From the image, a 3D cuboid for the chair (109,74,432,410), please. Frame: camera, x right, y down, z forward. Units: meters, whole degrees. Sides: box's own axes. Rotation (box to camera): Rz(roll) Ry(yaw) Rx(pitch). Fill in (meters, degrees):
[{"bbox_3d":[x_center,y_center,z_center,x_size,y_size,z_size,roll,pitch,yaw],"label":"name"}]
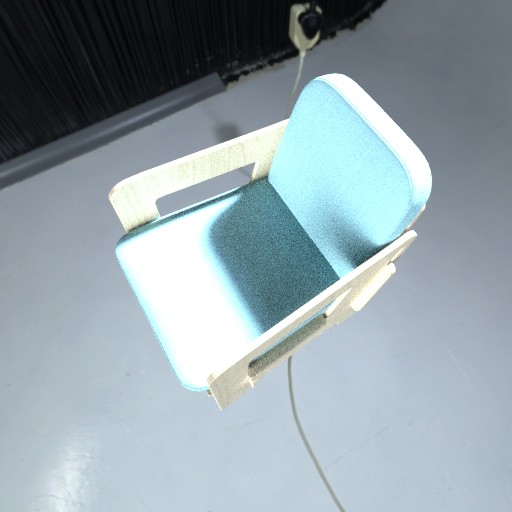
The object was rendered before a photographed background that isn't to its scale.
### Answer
[{"bbox_3d":[0.000,0.000,1.298,0.710,0.800,0.590,-28,67,-13],"label":"chair"}]
